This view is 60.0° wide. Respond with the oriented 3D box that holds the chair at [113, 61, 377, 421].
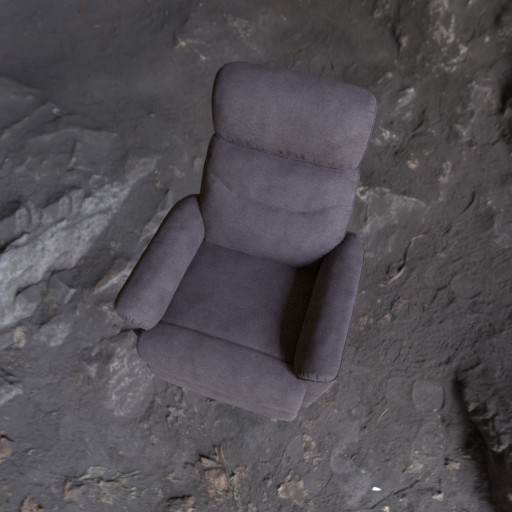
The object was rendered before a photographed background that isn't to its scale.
[{"bbox_3d":[0.000,0.000,1.754,0.830,1.036,1.009,16,61,9],"label":"chair"}]
